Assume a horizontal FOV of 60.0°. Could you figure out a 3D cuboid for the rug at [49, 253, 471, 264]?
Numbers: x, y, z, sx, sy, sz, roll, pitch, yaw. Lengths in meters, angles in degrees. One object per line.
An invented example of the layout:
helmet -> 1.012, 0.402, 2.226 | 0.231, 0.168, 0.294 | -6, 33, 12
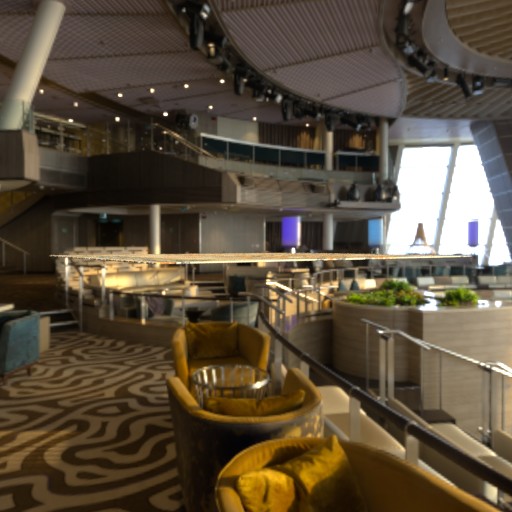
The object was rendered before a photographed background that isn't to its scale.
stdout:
rug -> 0.000, 0.000, 4.078 | 3.048, 0.010, 2.439 | -1, 1, -36
